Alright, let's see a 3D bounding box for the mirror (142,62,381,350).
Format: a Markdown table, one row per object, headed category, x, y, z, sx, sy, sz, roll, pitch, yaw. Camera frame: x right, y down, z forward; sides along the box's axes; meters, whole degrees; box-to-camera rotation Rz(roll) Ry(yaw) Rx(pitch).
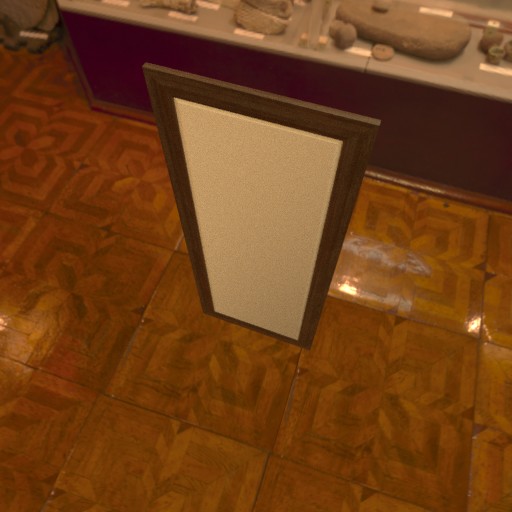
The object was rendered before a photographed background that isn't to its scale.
| category | x | y | z | sx | sy | sz | roll | pitch | yaw |
| --- | --- | --- | --- | --- | --- | --- | --- | --- | --- |
| mirror | 0.000 | 0.000 | 2.299 | 0.812 | 2.032 | 0.025 | 18 | 60 | 10 |
